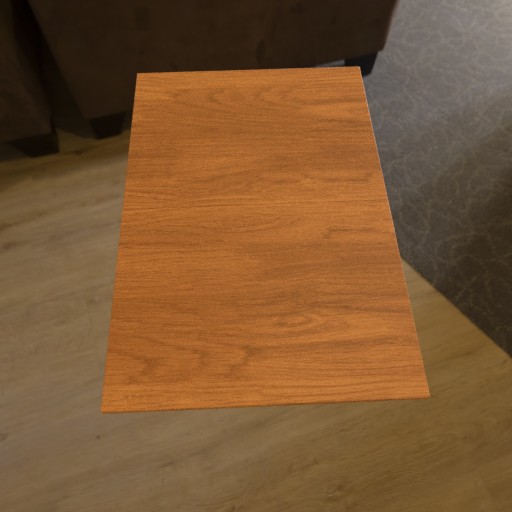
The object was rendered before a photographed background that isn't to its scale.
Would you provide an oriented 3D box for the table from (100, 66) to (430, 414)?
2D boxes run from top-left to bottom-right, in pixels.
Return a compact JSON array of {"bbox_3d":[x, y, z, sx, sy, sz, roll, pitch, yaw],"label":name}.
[{"bbox_3d":[0.000,0.000,1.843,0.900,0.770,1.300,-2,63,-1],"label":"table"}]
